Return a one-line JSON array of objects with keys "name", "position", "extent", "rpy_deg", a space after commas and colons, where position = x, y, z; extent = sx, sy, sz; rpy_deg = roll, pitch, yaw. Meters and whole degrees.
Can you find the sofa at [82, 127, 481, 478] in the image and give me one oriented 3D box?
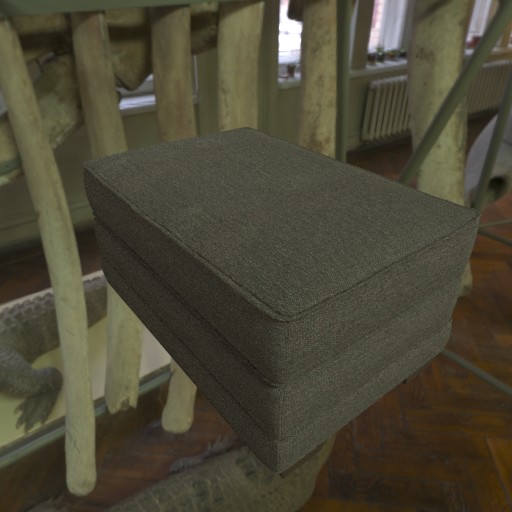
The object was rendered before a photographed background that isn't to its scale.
[{"name": "sofa", "position": [0.000, 0.000, 1.169], "extent": [0.578, 0.457, 0.854], "rpy_deg": [-22, 38, -31]}]
